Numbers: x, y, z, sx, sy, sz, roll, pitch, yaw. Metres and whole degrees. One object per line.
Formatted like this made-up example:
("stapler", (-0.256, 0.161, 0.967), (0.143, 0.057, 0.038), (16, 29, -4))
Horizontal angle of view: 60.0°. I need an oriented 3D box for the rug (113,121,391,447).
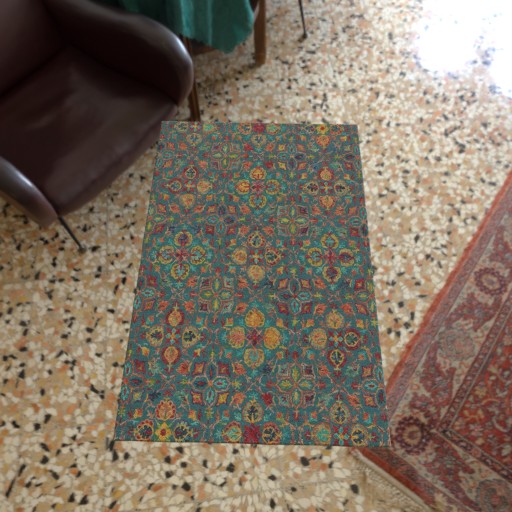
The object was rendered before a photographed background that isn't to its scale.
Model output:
("rug", (0.000, 0.000, 2.340), (1.216, 0.014, 1.836), (1, 64, 1))
